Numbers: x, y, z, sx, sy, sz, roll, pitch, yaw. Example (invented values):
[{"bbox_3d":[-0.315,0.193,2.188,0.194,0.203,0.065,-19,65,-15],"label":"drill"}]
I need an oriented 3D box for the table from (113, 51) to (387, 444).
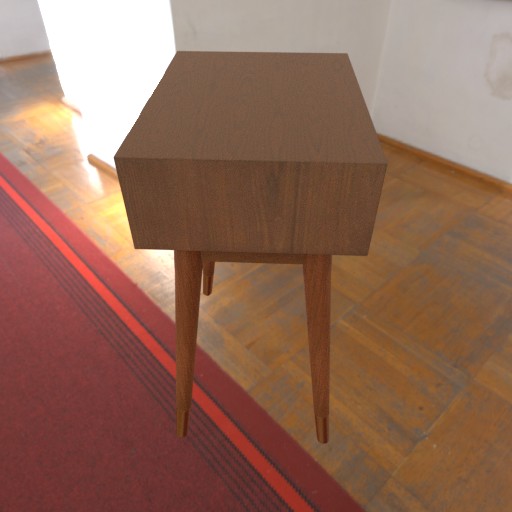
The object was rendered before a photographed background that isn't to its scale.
[{"bbox_3d":[0.000,0.000,0.814,0.300,0.599,0.406,2,41,2],"label":"table"}]
